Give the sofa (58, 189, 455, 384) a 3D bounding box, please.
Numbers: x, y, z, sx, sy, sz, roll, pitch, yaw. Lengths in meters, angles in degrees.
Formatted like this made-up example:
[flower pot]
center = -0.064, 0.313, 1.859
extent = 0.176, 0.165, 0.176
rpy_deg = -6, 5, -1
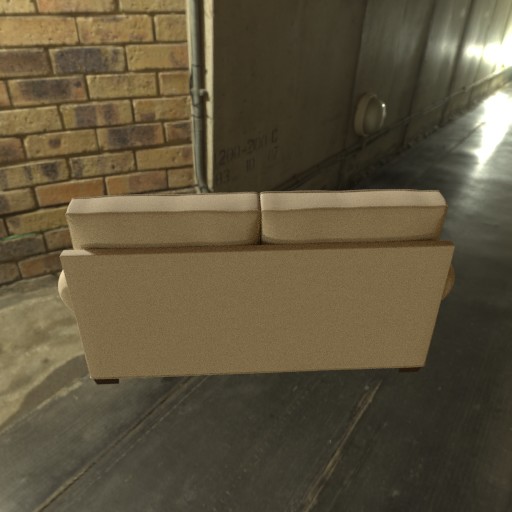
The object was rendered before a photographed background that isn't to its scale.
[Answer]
[sofa]
center = 0.000, 0.000, 2.307
extent = 1.774, 0.933, 0.861
rpy_deg = -2, 31, -3
